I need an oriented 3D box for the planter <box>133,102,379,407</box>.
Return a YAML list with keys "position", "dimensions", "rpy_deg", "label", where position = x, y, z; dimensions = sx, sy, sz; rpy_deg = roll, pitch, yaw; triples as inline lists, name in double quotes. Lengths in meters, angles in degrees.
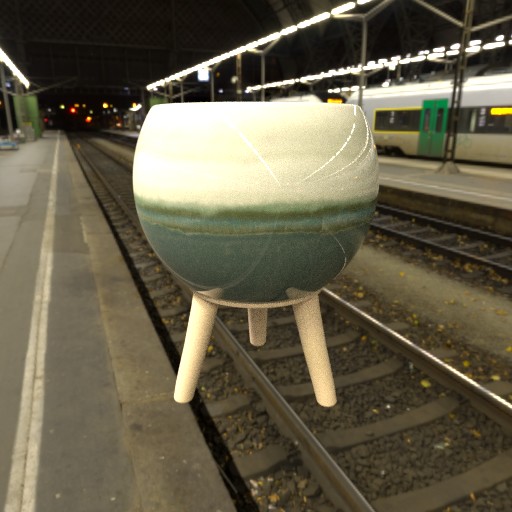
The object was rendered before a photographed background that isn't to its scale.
- position: [0.000, 0.000, 0.434]
  dimensions: [0.222, 0.278, 0.222]
  rpy_deg: [0, 17, 0]
  label: "planter"
